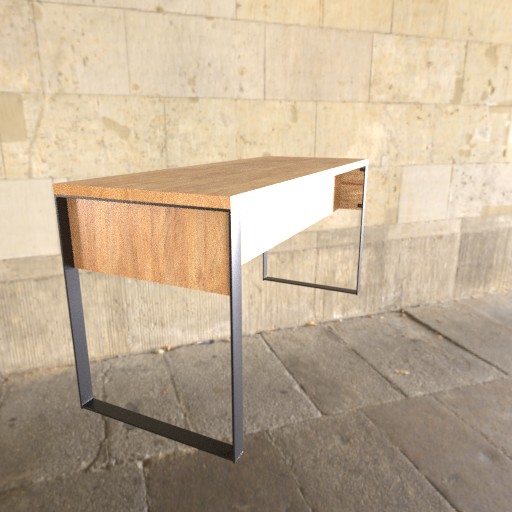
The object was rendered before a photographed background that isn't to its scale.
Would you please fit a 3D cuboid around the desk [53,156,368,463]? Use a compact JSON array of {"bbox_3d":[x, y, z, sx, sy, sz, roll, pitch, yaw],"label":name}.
[{"bbox_3d":[0.000,0.000,1.937,0.600,0.760,1.520,8,18,25],"label":"desk"}]
